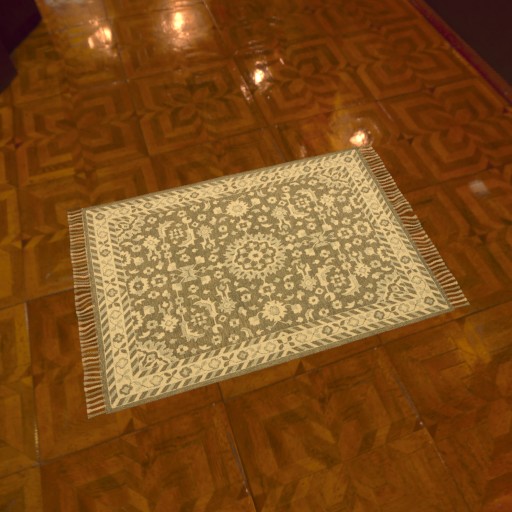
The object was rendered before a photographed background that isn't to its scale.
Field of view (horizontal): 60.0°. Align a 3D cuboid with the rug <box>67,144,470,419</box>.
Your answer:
[{"bbox_3d":[0.000,0.000,3.041,2.431,0.025,1.530,-14,59,-9],"label":"rug"}]
